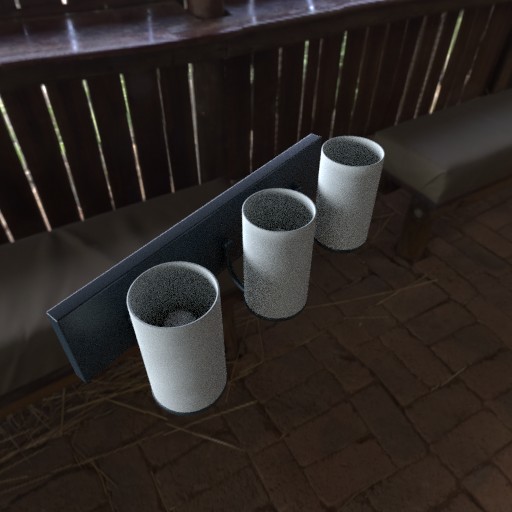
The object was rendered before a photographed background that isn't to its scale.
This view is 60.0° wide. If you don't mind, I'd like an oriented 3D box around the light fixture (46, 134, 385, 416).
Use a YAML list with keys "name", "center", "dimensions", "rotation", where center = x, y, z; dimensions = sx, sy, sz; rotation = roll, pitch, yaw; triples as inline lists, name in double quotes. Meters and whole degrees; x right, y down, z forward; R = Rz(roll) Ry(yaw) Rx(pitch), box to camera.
- name: "light fixture"
  center: [0.000, 0.000, 0.544]
  dimensions: [0.145, 0.172, 0.451]
  rotation: [28, 50, 27]
